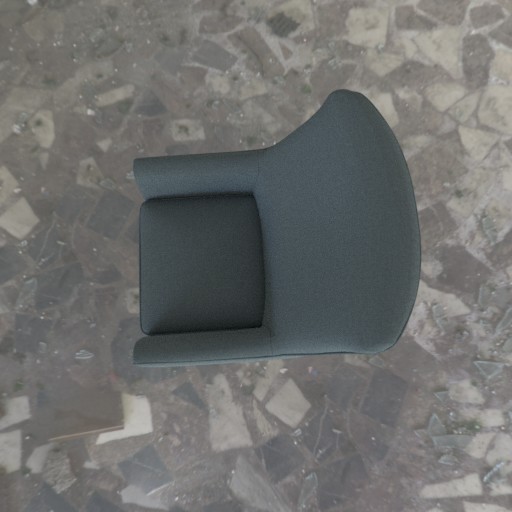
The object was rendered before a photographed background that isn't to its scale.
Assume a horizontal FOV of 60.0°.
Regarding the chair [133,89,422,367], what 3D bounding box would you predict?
[{"bbox_3d":[0.000,0.000,1.621,0.879,0.916,0.756,-4,76,-1],"label":"chair"}]
